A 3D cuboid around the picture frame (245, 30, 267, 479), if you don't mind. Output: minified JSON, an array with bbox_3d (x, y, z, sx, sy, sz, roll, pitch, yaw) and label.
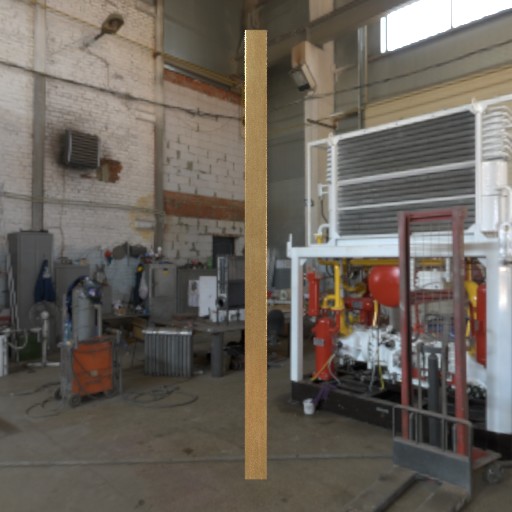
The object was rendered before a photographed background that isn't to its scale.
[{"bbox_3d":[0.000,0.000,1.128,0.037,0.761,0.758,0,-1,0],"label":"picture frame"}]
